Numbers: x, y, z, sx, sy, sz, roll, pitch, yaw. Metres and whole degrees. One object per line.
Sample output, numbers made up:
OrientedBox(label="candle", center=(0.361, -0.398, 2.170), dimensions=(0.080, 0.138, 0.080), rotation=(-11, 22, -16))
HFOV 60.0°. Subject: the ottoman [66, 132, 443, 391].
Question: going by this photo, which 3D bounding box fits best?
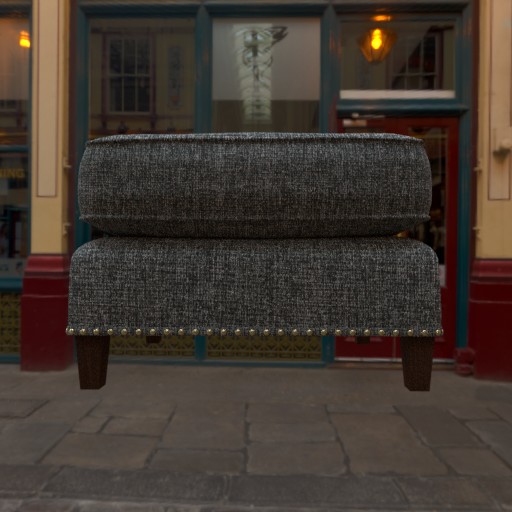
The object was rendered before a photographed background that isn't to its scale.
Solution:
OrientedBox(label="ottoman", center=(0.000, 0.000, 1.132), dimensions=(0.738, 0.537, 0.589), rotation=(0, -1, 1))
